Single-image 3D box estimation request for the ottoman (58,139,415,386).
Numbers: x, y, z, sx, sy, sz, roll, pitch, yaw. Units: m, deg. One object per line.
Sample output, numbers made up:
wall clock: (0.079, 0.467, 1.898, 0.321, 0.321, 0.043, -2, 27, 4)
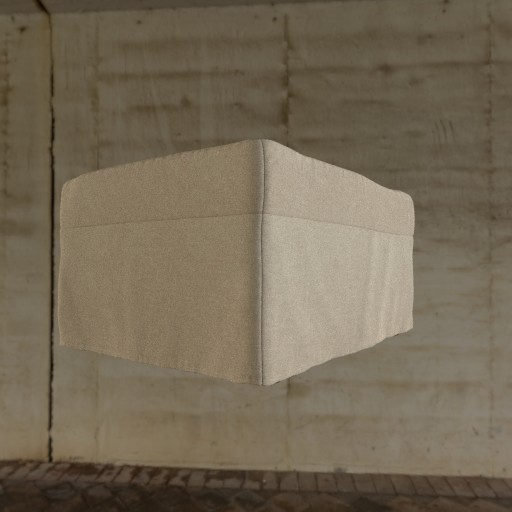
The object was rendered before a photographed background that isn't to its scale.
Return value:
ottoman: (0.000, 0.000, 1.251, 0.650, 0.485, 0.833, 0, -1, 37)
